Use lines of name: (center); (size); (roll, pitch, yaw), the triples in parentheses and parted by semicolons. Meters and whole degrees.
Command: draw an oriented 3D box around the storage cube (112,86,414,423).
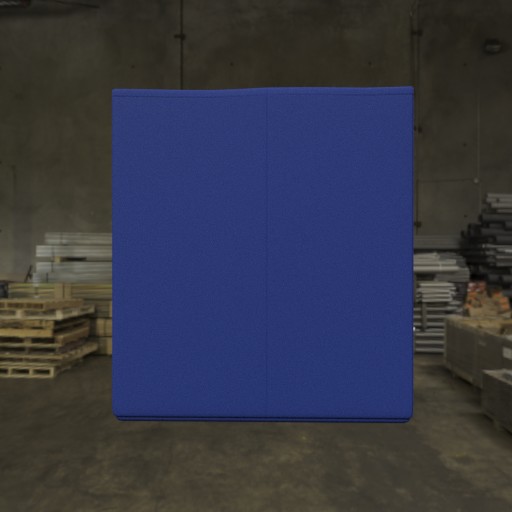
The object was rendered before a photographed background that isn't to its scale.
storage cube: (0.000, 0.000, 0.500); (0.270, 0.280, 0.270); (0, 0, 1)
